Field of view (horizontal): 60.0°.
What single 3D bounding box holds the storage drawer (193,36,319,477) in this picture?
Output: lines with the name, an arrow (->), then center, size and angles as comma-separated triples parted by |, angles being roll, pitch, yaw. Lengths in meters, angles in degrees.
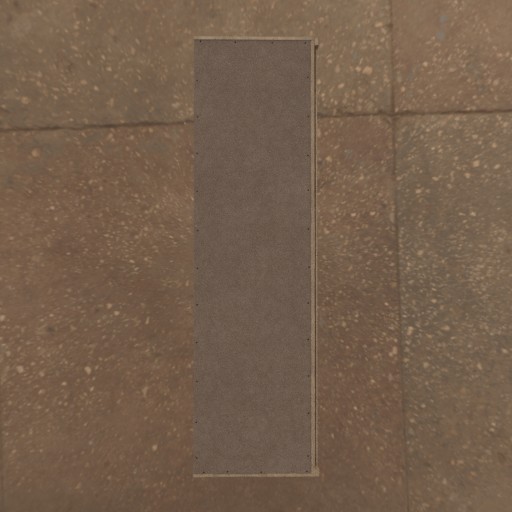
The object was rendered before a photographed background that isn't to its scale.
storage drawer -> 0.000, 0.000, 2.223 | 0.591, 0.274, 2.072 | 0, 89, -1
